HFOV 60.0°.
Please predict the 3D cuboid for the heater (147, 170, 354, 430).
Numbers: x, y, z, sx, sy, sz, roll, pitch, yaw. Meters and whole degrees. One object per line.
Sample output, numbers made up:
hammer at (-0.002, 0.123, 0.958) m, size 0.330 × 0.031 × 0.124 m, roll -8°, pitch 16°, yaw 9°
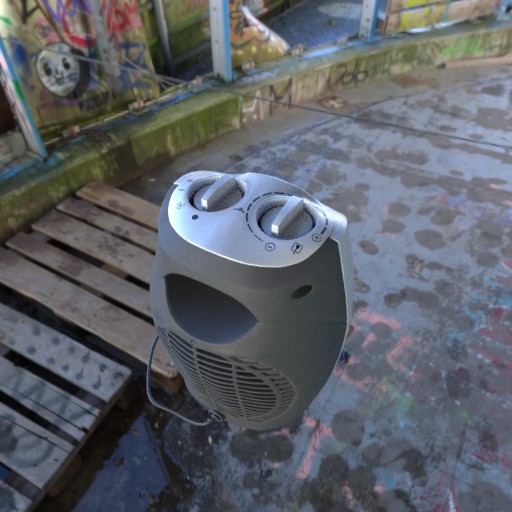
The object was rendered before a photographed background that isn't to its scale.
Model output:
heater at (0.000, 0.000, 0.463) m, size 0.239 × 0.240 × 0.291 m, roll 22°, pitch 49°, yaw 20°
